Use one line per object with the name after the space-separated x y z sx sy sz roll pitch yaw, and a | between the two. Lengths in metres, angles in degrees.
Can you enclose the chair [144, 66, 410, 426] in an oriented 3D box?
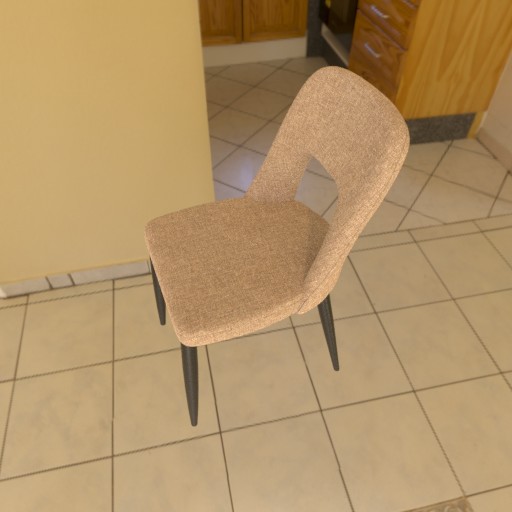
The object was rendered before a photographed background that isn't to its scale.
0.000 0.000 1.291 0.612 0.931 0.470 -16 49 -15 | chair
